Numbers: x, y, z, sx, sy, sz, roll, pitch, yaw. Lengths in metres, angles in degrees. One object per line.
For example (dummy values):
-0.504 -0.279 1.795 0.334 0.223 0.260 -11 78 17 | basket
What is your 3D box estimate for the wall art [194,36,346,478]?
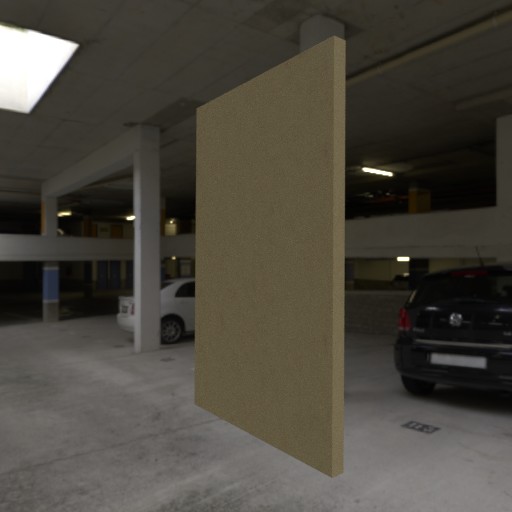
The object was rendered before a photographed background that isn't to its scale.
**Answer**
0.000 0.000 1.023 0.039 0.810 0.510 0 0 -37 | wall art
